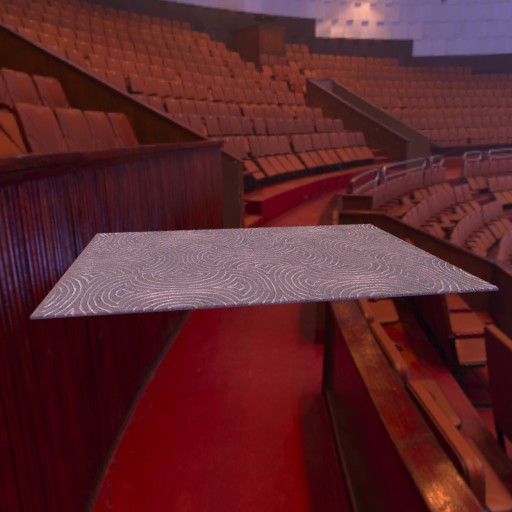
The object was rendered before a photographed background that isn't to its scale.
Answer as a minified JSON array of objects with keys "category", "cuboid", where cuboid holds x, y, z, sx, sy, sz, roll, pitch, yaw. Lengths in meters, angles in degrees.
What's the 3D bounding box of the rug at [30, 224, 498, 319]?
[{"category":"rug","cuboid":[0.000,0.000,2.725,2.144,0.015,1.543,-3,16,-9]}]
